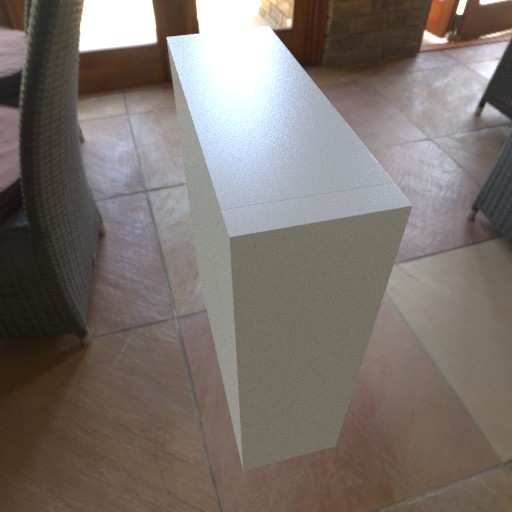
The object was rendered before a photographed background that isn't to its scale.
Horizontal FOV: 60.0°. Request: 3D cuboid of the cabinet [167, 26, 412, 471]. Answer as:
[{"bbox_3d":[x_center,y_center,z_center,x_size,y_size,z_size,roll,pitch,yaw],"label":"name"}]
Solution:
[{"bbox_3d":[0.000,0.000,1.538,0.348,1.150,0.990,-10,46,-10],"label":"cabinet"}]
